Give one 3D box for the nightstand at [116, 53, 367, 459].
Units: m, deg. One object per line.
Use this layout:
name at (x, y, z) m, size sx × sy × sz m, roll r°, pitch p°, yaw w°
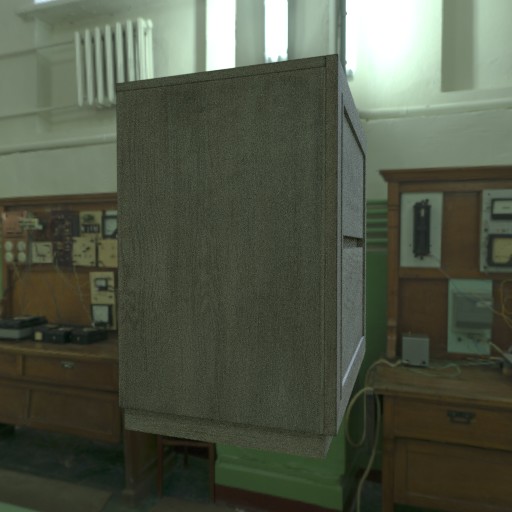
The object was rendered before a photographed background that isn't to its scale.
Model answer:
nightstand at (0.000, 0.000, 1.088) m, size 0.483 × 0.673 × 0.612 m, roll 0°, pitch 2°, yaw 18°
